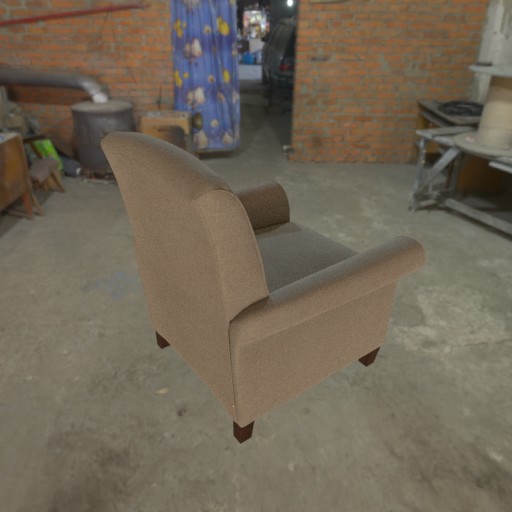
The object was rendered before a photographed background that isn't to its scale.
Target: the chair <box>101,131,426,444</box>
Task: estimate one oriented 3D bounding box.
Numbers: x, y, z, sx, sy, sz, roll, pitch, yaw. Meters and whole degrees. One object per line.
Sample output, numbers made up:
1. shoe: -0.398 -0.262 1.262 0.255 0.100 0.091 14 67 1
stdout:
1. chair: 0.000 0.000 1.815 0.905 1.061 0.978 -19 33 -32
